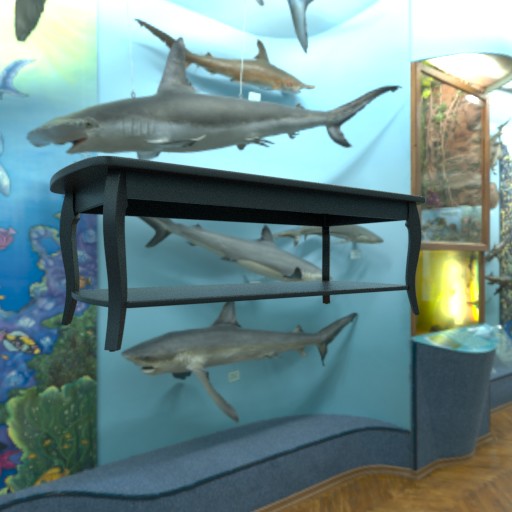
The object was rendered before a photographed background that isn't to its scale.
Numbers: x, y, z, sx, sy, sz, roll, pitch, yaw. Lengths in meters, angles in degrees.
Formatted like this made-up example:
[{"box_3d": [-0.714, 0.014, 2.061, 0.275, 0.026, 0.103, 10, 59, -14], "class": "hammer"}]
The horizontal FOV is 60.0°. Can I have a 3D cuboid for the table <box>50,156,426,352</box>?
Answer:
[{"box_3d": [0.000, 0.000, 1.593, 1.333, 0.457, 0.571, 0, 0, -35], "class": "table"}]
